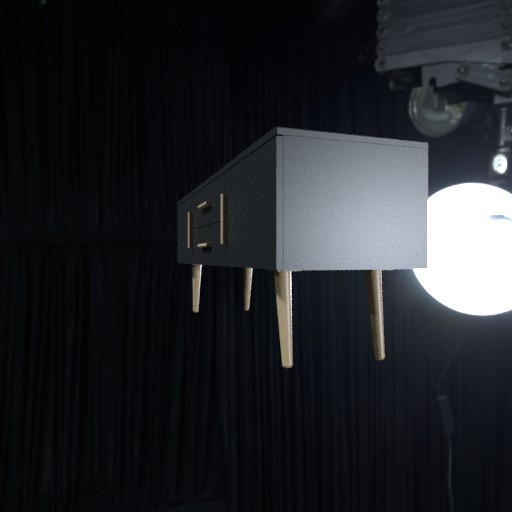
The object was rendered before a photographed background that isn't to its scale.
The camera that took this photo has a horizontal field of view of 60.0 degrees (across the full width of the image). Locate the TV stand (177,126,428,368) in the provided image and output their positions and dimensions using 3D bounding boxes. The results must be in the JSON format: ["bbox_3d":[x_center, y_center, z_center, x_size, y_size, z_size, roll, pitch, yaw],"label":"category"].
[{"bbox_3d":[0.000,0.000,1.571,0.390,0.518,1.312,0,0,-19],"label":"TV stand"}]
